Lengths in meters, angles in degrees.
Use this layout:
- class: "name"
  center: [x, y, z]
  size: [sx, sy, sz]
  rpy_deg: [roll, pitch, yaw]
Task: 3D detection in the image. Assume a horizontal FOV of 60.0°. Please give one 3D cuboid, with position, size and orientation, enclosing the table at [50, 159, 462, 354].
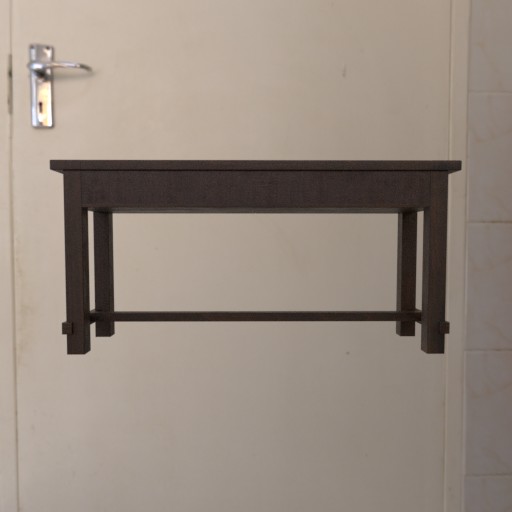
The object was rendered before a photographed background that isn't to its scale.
- class: "table"
  center: [0.000, 0.000, 1.949]
  size: [1.599, 0.762, 0.442]
  rpy_deg: [0, 2, 0]
